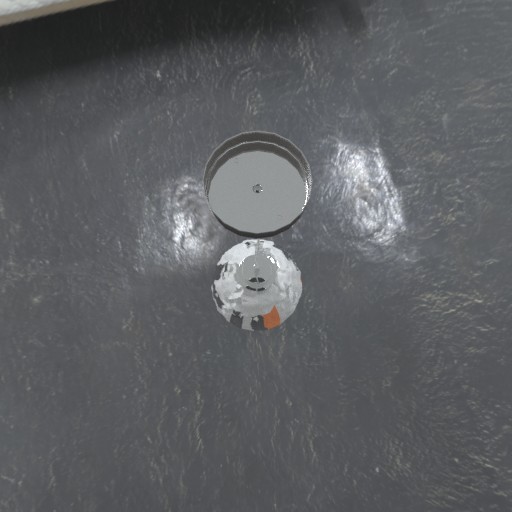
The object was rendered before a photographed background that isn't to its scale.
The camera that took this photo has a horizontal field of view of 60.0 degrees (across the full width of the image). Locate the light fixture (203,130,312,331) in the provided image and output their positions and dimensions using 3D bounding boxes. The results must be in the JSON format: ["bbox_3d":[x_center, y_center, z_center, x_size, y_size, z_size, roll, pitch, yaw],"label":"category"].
[{"bbox_3d":[0.000,0.000,1.753,0.500,1.511,0.496,-35,79,-8],"label":"light fixture"}]
